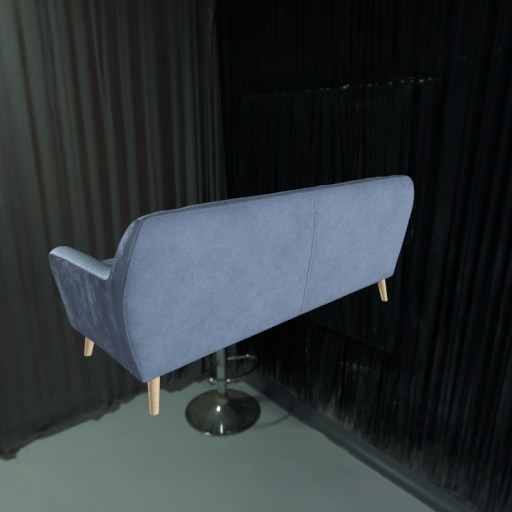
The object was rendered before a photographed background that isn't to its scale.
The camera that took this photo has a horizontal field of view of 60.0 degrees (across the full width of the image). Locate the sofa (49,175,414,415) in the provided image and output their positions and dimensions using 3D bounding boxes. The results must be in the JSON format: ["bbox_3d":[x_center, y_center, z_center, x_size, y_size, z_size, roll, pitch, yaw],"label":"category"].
[{"bbox_3d":[0.000,0.000,2.480,1.975,0.832,0.841,-15,23,-41],"label":"sofa"}]
